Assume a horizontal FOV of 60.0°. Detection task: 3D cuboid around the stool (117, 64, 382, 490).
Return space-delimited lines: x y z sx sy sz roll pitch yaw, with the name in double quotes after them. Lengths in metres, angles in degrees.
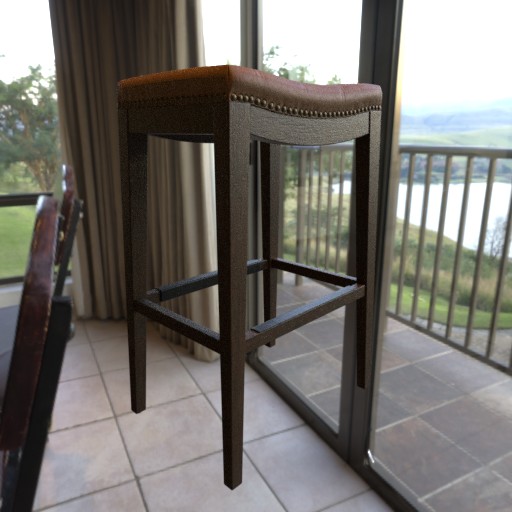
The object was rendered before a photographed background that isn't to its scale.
0.000 0.000 1.026 0.361 0.759 0.500 15 21 42 "stool"
